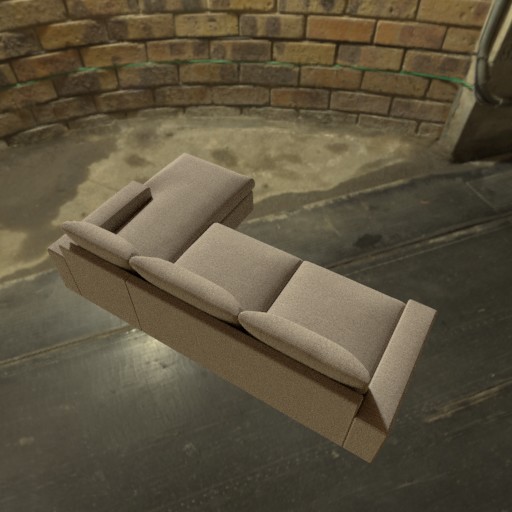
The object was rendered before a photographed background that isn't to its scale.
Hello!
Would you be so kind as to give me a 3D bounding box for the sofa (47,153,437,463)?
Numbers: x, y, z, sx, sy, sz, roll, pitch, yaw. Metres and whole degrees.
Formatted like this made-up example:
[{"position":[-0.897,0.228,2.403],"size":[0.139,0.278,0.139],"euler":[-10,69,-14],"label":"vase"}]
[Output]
[{"position":[0.000,0.000,3.459],"size":[2.718,0.813,1.689],"euler":[24,52,20],"label":"sofa"}]
